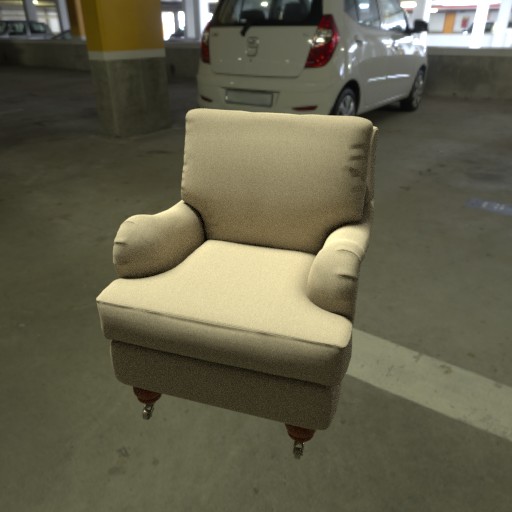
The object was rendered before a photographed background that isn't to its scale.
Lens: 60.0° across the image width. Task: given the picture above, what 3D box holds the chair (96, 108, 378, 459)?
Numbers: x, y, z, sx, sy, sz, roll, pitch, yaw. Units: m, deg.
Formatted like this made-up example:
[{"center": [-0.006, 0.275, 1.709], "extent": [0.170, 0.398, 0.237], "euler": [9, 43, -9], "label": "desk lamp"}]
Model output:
[{"center": [0.000, 0.000, 1.845], "extent": [0.895, 1.076, 1.078], "euler": [8, 28, 15], "label": "chair"}]
